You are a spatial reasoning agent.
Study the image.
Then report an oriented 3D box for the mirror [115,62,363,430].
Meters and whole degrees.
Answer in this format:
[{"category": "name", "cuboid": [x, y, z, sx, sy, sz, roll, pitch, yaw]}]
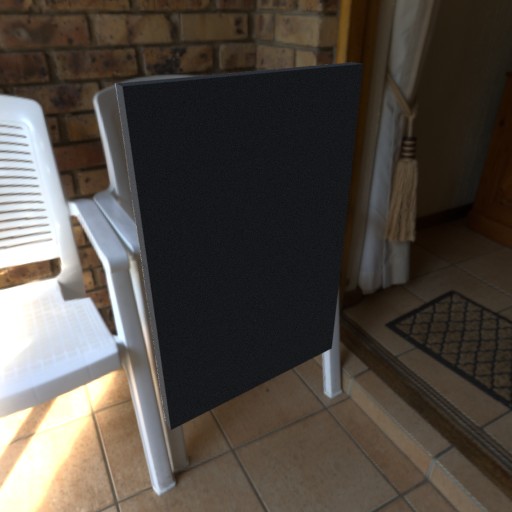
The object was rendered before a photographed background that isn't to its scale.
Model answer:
[{"category": "mirror", "cuboid": [0.000, 0.000, 1.181, 0.606, 0.912, 0.044, -18, 35, -29]}]
